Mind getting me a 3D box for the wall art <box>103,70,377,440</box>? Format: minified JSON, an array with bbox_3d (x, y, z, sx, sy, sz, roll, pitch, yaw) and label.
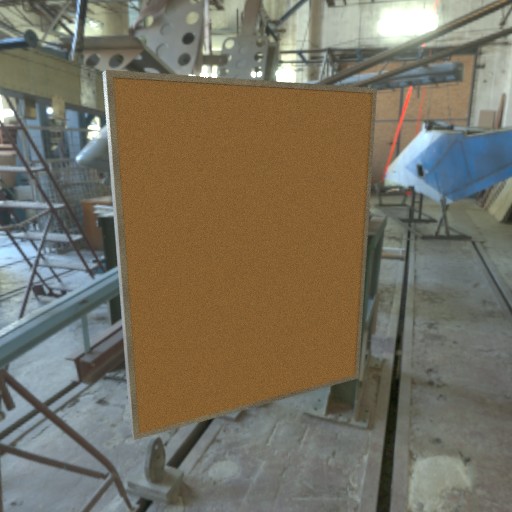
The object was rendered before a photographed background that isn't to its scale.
[{"bbox_3d":[0.000,0.000,0.706,0.421,0.521,0.032,-7,16,-25],"label":"wall art"}]
